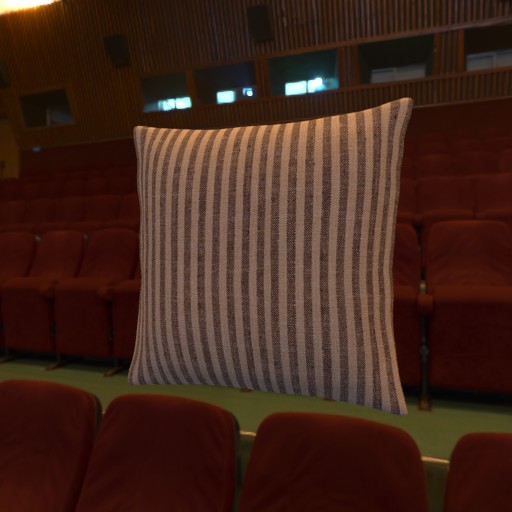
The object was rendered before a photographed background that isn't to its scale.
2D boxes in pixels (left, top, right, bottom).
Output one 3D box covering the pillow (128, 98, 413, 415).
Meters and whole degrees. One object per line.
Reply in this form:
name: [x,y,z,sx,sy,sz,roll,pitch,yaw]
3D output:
pillow: [0.000,0.000,0.788,0.523,0.506,0.166,0,1,19]
